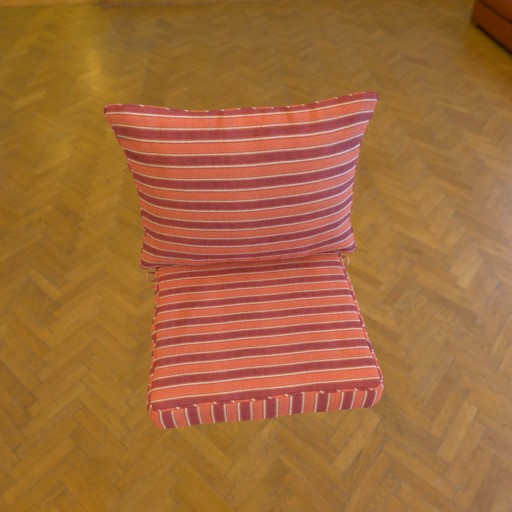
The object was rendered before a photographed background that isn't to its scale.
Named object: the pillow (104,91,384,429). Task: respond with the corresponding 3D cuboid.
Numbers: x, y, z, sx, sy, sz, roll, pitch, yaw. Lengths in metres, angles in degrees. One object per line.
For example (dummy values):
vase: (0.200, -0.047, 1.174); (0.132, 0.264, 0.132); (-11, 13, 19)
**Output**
pillow: (0.000, 0.000, 1.329); (0.799, 0.723, 0.733); (-5, 46, -4)
